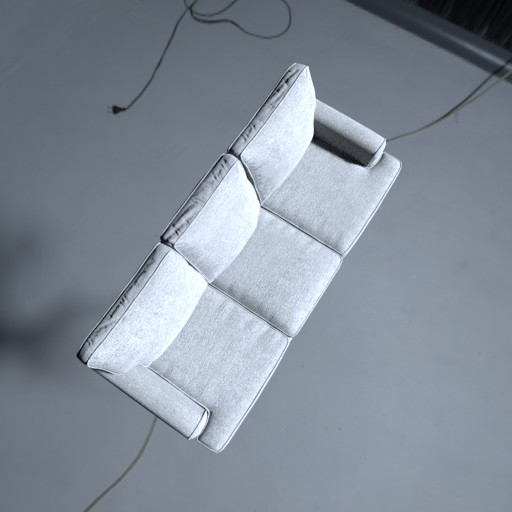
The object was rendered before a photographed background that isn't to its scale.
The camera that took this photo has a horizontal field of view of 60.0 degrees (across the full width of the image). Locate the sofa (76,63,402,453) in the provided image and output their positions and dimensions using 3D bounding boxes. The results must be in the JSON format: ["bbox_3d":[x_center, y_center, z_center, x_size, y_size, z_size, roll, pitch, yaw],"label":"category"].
[{"bbox_3d":[0.000,0.000,2.730,0.951,0.965,2.158,33,78,8],"label":"sofa"}]
